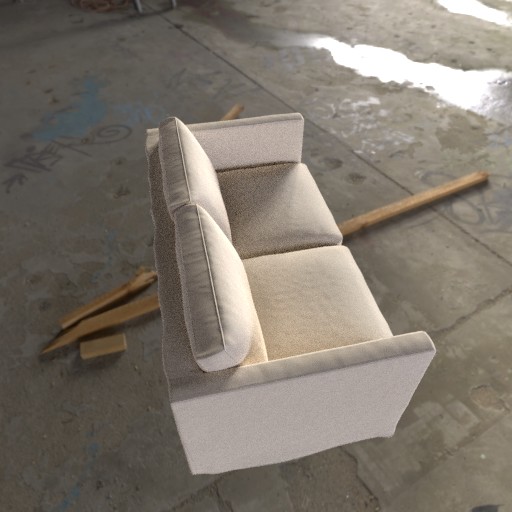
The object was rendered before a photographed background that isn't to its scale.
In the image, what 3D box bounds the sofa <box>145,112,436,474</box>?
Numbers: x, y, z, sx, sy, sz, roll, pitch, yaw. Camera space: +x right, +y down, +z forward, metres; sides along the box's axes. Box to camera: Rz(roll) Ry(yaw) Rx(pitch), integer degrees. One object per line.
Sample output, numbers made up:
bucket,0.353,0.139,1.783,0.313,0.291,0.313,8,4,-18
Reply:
sofa,0.000,0.000,2.261,0.962,0.834,1.746,-9,47,-9
